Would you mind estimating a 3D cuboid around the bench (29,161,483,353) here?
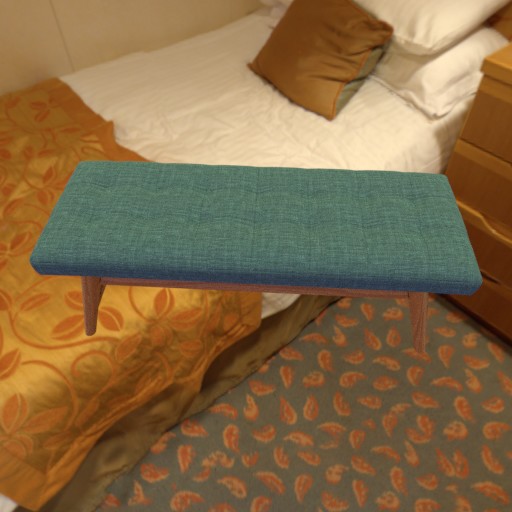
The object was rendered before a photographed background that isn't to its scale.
[{"bbox_3d":[0.000,0.000,1.339,1.118,0.432,0.406,3,49,2],"label":"bench"}]
